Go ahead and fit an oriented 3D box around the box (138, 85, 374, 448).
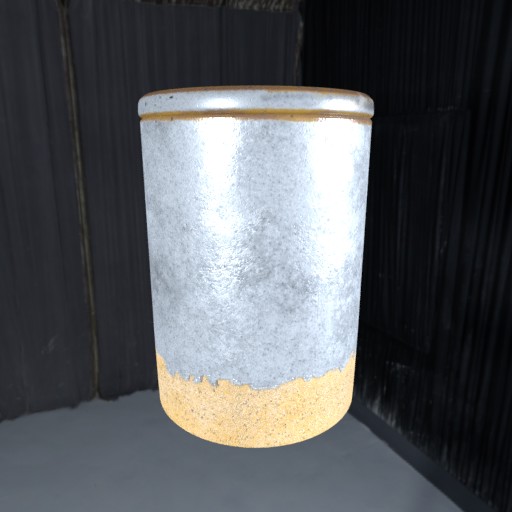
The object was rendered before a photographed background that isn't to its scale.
[{"bbox_3d":[0.000,0.000,0.248,0.118,0.168,0.118,0,15,0],"label":"box"}]
